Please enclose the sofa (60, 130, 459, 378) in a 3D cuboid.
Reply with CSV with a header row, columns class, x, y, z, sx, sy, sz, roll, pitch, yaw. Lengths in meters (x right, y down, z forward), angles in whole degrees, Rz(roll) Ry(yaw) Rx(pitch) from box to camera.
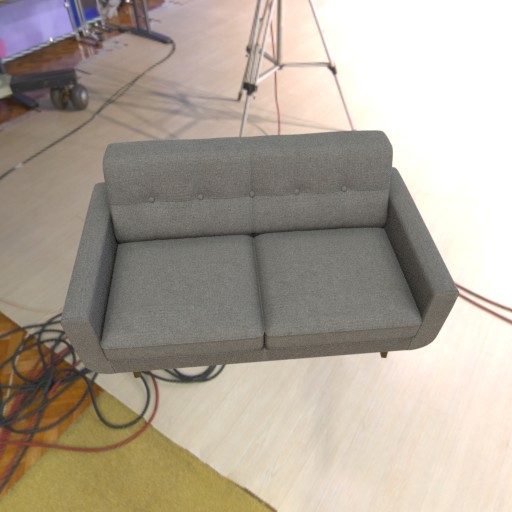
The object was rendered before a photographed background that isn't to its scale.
class,x,y,z,sx,sy,sz,roll,pitch,yaw
sofa,0.000,0.000,2.178,1.631,0.841,0.909,-4,47,-3
